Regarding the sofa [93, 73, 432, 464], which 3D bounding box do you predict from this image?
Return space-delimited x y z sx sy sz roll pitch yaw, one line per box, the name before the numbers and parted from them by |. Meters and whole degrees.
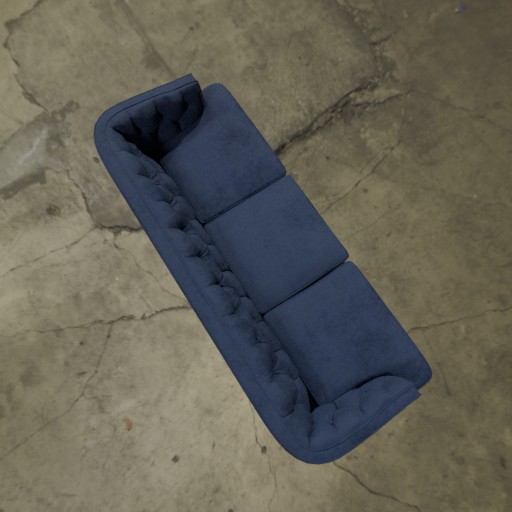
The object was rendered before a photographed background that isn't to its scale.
sofa | 0.000 0.000 2.670 0.941 0.855 2.278 -32 78 -8
